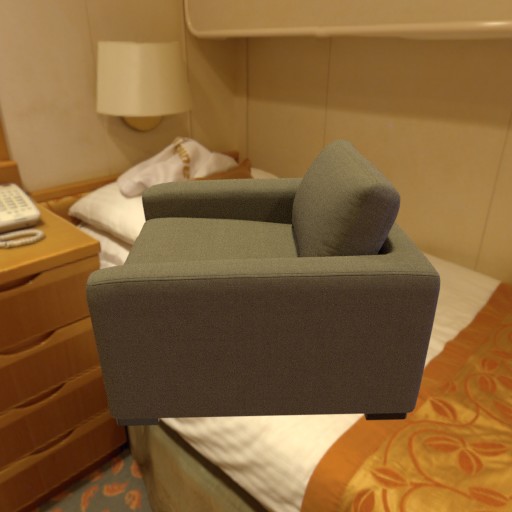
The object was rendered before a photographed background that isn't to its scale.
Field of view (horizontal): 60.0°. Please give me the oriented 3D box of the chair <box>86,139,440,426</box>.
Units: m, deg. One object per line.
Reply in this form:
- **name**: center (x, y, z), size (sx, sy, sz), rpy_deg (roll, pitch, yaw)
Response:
- **chair**: center (0.000, 0.000, 1.869), size (1.100, 0.847, 1.070), rpy_deg (-1, 25, -2)
